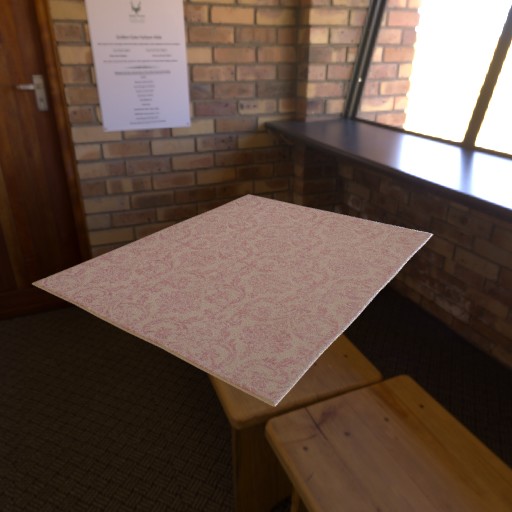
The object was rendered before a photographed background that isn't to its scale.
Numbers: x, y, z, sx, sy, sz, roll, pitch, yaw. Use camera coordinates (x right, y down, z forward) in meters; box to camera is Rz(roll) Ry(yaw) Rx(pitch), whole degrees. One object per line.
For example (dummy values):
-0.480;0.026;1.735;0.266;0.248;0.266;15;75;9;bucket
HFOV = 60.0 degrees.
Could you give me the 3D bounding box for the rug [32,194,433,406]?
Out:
0.000;0.000;4.087;2.363;0.012;2.980;17;30;32;rug
